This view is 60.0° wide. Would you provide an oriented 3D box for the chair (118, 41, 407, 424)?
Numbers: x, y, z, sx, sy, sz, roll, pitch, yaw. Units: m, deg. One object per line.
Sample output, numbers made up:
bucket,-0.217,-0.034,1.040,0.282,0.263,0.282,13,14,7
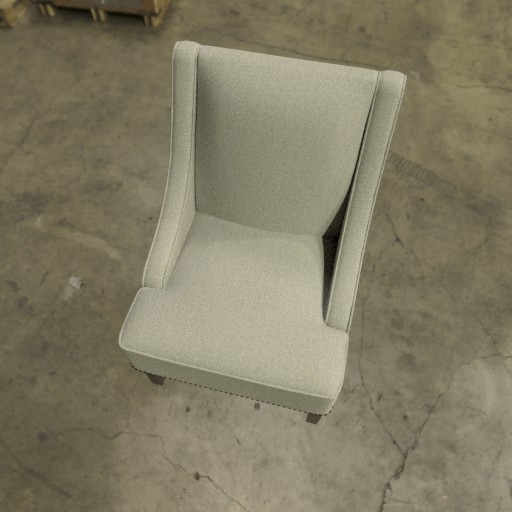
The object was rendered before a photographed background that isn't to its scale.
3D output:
chair,0.000,0.000,1.343,0.628,0.872,0.748,12,58,7
